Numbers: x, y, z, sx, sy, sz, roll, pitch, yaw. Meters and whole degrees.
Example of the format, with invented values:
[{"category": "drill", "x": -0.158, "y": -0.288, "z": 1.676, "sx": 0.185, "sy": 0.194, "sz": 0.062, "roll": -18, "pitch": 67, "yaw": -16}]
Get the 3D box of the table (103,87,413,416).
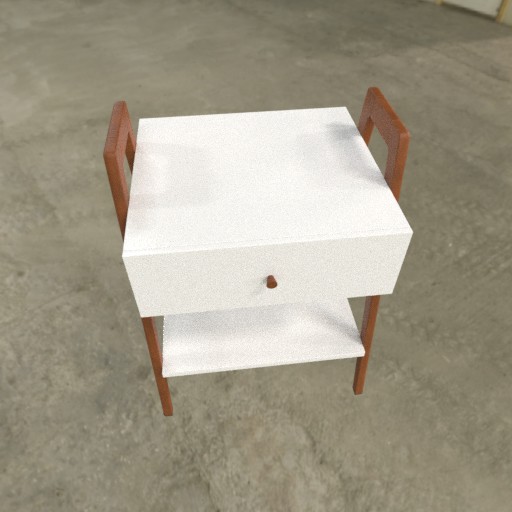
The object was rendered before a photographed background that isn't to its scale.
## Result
[{"category": "table", "x": 0.000, "y": 0.000, "z": 0.909, "sx": 0.457, "sy": 0.610, "sz": 0.405, "roll": -5, "pitch": 46, "yaw": -5}]
